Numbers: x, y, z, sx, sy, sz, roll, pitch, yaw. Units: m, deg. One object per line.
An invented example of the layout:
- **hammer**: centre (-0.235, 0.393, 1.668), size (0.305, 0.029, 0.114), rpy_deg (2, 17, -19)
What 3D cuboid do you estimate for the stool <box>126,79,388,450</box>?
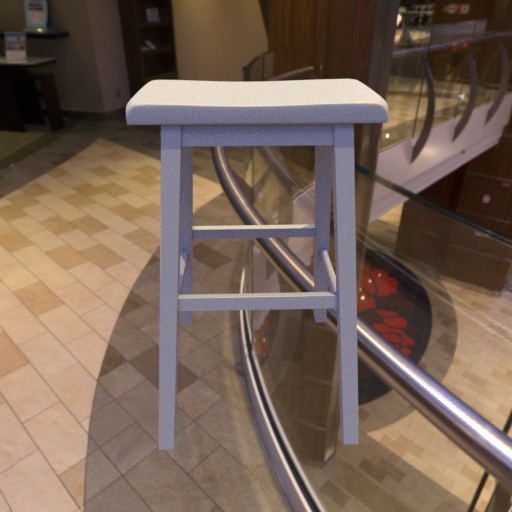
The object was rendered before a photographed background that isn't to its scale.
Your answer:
- **stool**: centre (0.000, 0.000, 1.031), size (0.457, 0.737, 0.476), rpy_deg (-1, 31, -2)
